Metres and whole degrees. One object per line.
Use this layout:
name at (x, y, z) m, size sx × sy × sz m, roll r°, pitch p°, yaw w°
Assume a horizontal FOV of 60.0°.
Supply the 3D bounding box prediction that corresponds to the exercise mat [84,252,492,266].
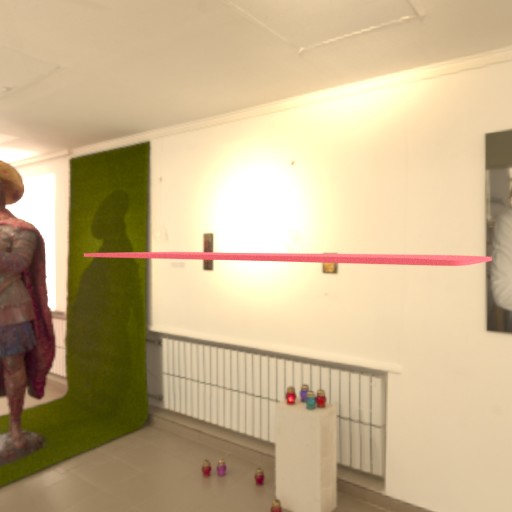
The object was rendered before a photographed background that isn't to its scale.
exercise mat at (0.000, 0.000, 2.050) m, size 1.884 × 0.021 × 0.616 m, roll 1°, pitch 2°, yaw 36°
